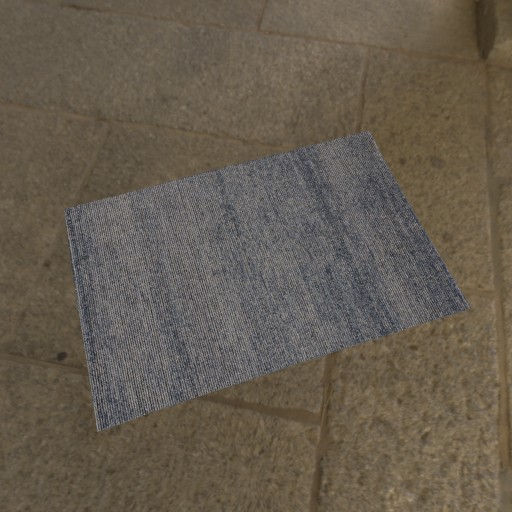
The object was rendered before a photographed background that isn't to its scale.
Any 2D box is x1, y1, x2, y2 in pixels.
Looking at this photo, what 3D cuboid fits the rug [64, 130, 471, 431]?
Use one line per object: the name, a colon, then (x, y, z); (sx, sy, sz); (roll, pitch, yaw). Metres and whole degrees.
rug: (0.000, 0.000, 2.177); (1.740, 0.010, 1.135); (-16, 65, -8)
